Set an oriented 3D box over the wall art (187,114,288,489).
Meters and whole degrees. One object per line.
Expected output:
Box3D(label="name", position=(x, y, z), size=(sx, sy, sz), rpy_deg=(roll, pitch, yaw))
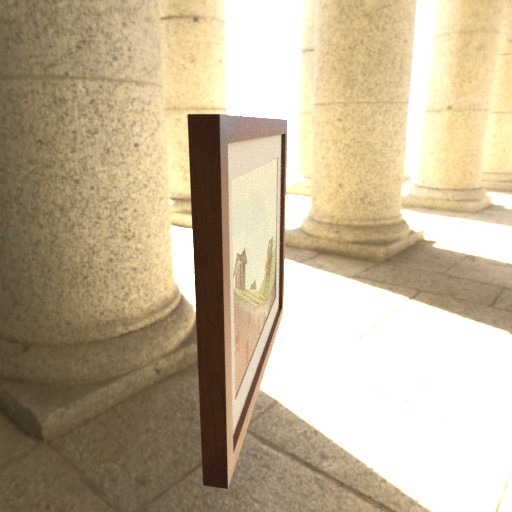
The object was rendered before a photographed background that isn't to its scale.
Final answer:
Box3D(label="wall art", position=(0.000, 0.000, 0.767), size=(0.033, 0.457, 0.558), rpy_deg=(3, 17, 10))
